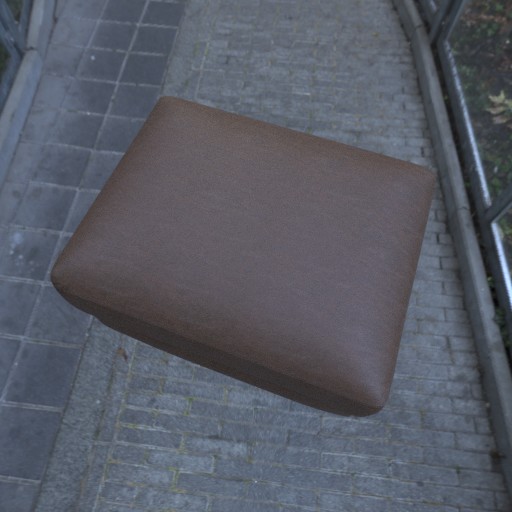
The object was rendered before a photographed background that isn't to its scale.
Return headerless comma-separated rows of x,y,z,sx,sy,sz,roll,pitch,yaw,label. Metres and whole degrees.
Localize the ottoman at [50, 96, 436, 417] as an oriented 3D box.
0.000,0.000,1.194,0.787,0.508,0.635,18,64,9,ottoman
